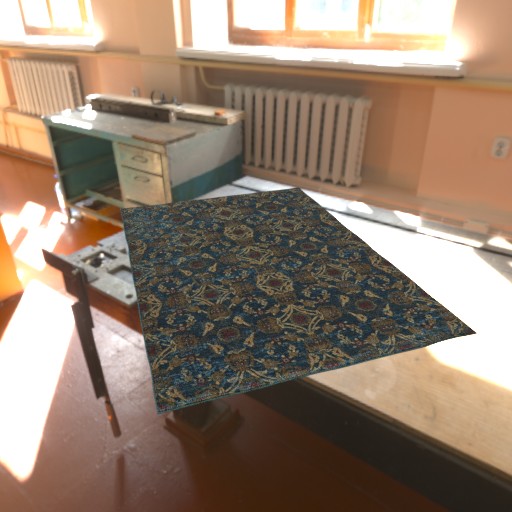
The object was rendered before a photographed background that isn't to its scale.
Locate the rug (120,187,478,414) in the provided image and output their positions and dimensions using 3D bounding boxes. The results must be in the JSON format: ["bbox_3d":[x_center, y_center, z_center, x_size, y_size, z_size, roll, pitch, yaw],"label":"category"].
[{"bbox_3d":[0.000,0.000,4.297,2.337,0.013,3.291,-9,30,-16],"label":"rug"}]
